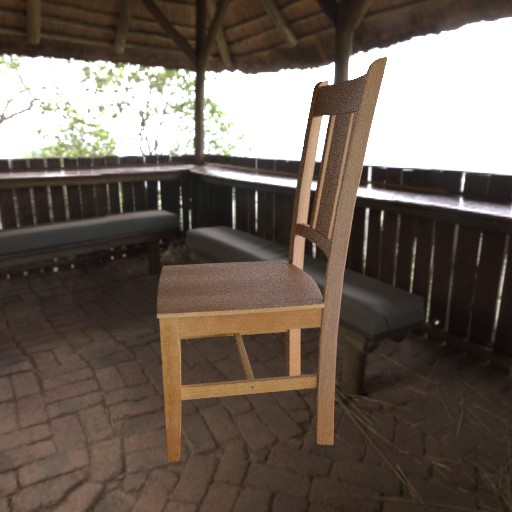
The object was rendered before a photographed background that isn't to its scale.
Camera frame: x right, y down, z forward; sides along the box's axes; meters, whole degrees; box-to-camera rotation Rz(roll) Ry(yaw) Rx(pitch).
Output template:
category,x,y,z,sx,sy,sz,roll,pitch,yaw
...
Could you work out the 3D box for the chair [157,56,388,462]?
category,x,y,z,sx,sy,sz,roll,pitch,yaw
chair,0.000,0.000,1.269,0.556,0.998,0.450,-2,15,-9
